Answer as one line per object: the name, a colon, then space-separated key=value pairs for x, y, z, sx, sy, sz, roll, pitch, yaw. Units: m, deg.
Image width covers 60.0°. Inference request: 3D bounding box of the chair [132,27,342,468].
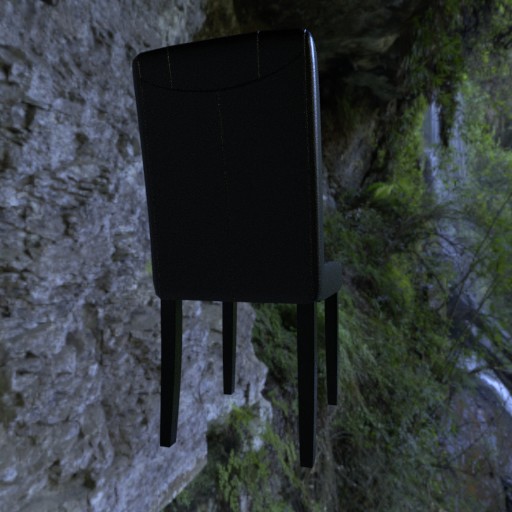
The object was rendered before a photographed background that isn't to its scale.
chair: x=0.000 y=0.000 z=1.159 sx=0.399 sy=0.897 sz=0.556 roll=0 pitch=0 yaw=17
